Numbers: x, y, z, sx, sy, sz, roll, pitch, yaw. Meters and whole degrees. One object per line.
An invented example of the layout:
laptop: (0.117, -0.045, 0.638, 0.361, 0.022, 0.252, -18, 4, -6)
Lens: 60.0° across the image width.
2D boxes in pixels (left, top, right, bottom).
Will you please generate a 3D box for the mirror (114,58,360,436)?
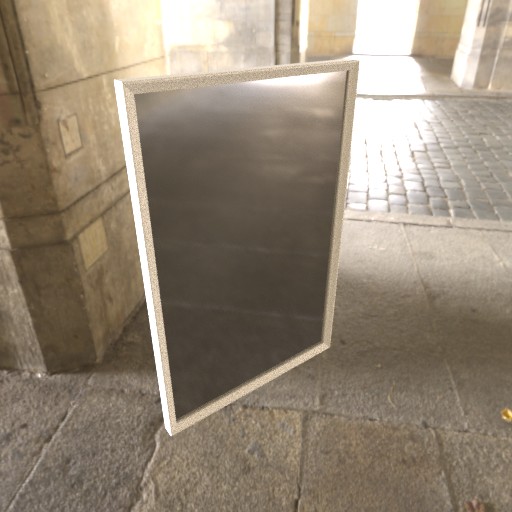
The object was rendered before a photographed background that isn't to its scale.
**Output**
mirror: (0.000, 0.000, 1.164, 0.609, 0.915, 0.041, -20, 35, -31)
